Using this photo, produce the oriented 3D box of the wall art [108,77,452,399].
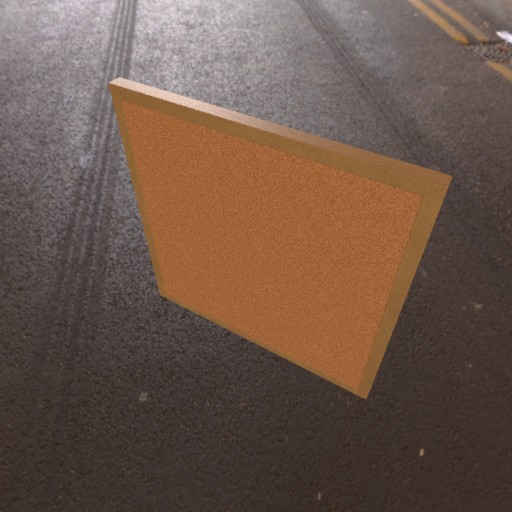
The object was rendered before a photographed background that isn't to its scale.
[{"bbox_3d":[0.000,0.000,1.158,0.763,0.763,0.037,23,50,21],"label":"wall art"}]
